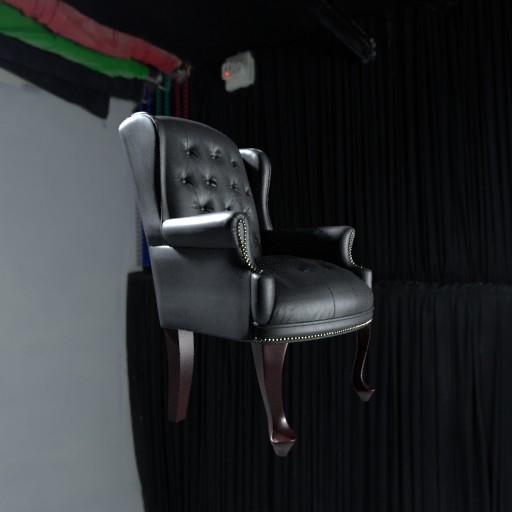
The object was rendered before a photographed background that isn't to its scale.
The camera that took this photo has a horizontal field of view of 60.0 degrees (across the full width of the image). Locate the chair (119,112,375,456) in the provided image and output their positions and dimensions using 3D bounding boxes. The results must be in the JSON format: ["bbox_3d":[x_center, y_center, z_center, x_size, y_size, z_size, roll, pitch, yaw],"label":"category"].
[{"bbox_3d":[0.000,0.000,1.688,0.822,1.133,0.831,0,0,36],"label":"chair"}]
